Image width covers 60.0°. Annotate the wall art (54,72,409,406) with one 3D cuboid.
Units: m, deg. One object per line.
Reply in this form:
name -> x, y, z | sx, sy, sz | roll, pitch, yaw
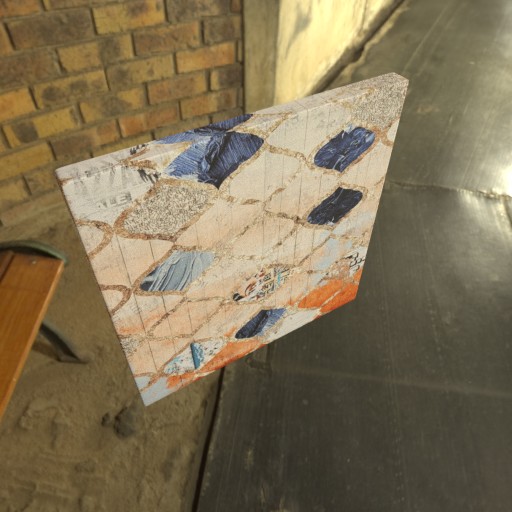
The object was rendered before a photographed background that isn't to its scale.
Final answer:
wall art -> 0.000, 0.000, 0.752 | 0.507, 0.508, 0.038 | -23, 49, -21
